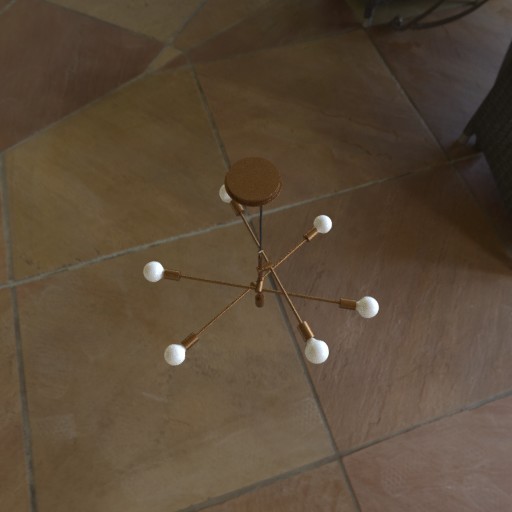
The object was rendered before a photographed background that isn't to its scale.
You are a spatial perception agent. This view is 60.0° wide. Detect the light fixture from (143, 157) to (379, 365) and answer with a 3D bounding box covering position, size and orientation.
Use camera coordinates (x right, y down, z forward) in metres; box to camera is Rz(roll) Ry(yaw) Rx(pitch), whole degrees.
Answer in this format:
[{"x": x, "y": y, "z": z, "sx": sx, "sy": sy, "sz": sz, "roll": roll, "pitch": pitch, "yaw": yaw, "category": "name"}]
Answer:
[{"x": 0.000, "y": 0.000, "z": 1.254, "sx": 0.682, "sy": 0.744, "sz": 0.637, "roll": -13, "pitch": 64, "yaw": -7, "category": "light fixture"}]
